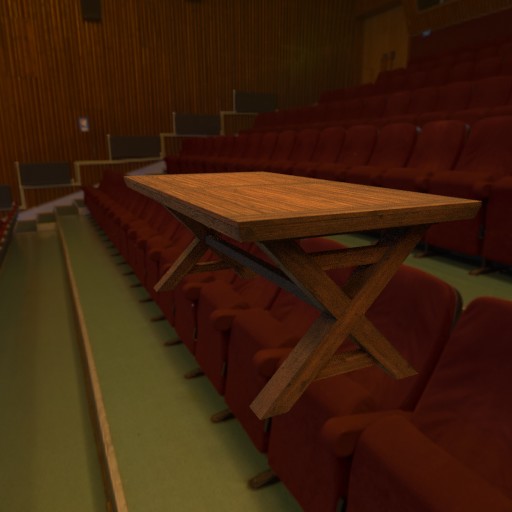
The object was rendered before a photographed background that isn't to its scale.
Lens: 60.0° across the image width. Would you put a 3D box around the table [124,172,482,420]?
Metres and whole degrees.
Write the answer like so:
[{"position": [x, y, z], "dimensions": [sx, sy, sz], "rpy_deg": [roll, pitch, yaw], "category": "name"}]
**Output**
[{"position": [0.000, 0.000, 2.514], "dimensions": [1.071, 0.793, 1.966], "rpy_deg": [-7, 16, -25], "category": "table"}]
